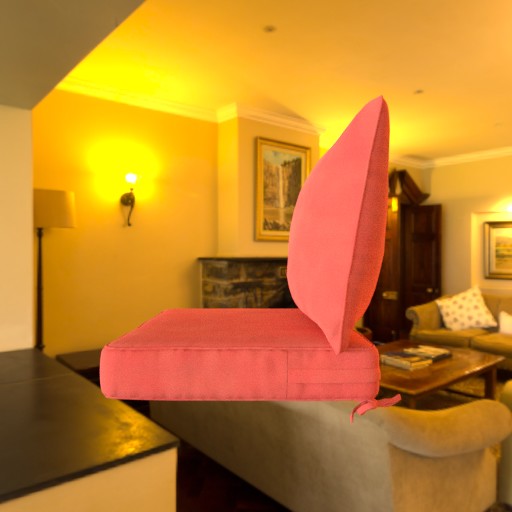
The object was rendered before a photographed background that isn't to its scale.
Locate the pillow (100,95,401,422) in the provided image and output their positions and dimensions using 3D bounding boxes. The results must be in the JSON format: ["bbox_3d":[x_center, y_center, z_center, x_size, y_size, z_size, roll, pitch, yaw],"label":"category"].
[{"bbox_3d":[0.000,0.000,1.352,0.733,0.725,0.798,0,1,1],"label":"pillow"}]
